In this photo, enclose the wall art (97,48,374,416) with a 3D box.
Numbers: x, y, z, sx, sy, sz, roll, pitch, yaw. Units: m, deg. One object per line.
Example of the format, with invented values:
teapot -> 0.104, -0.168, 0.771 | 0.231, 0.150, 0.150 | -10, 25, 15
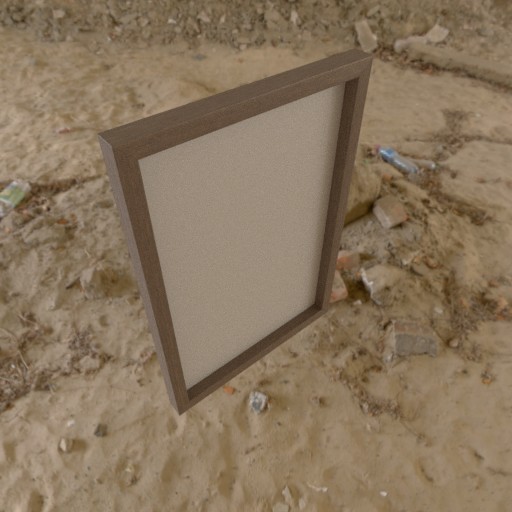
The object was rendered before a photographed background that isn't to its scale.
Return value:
wall art -> 0.000, 0.000, 0.663 | 0.358, 0.510, 0.032 | -29, 51, -27
